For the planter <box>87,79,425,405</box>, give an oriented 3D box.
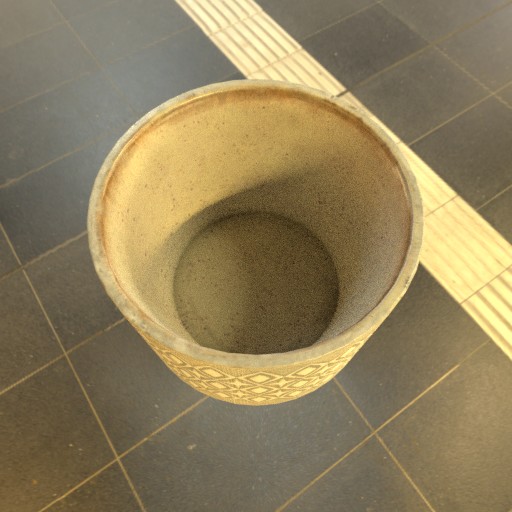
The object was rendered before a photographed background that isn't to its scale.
[{"bbox_3d":[0.000,0.000,0.311,0.186,0.144,0.186,0,64,0],"label":"planter"}]
